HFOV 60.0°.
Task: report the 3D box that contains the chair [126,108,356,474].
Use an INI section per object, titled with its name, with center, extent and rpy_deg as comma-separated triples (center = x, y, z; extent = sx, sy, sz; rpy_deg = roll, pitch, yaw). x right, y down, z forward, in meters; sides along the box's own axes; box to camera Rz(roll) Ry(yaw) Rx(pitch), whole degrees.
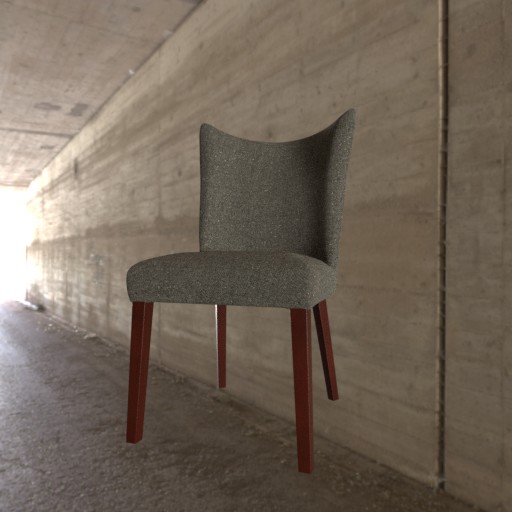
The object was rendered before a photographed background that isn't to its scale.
[chair]
center = 0.000, 0.000, 1.308
extent = 0.535, 0.924, 0.623
rpy_deg = 0, 1, 20
